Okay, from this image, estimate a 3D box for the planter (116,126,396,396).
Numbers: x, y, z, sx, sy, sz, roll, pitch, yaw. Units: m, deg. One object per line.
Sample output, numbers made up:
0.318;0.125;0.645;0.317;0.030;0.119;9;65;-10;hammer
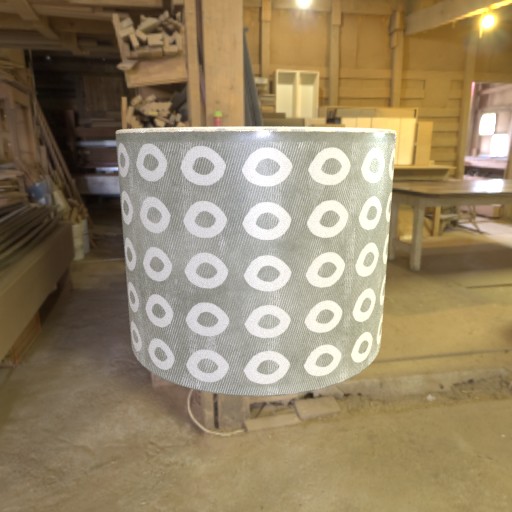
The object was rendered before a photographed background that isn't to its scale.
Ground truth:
0.000;0.000;0.442;0.250;0.239;0.250;0;14;0;planter
